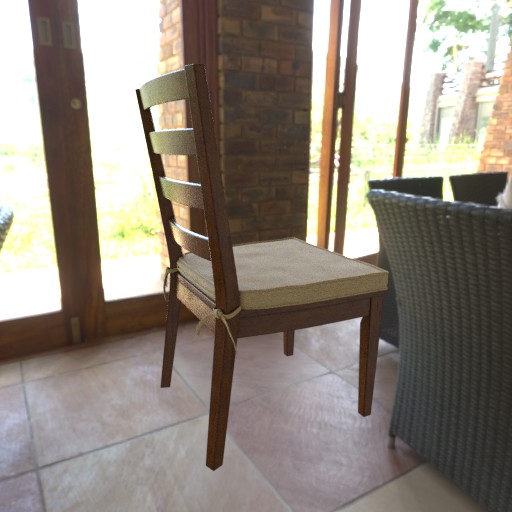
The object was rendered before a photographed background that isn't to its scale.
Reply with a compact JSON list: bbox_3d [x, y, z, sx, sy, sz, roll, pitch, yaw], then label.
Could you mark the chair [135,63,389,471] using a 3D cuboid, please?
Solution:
[{"bbox_3d":[0.000,0.000,1.345,0.595,0.979,0.593,-7,16,-26],"label":"chair"}]
